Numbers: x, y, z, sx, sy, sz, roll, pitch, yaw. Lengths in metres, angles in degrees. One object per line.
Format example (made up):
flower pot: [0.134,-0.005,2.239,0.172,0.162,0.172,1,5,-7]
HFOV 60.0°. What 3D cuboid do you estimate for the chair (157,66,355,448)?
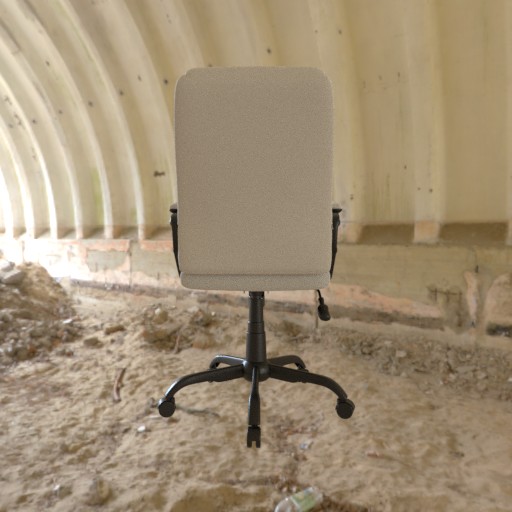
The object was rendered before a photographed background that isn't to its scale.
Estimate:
chair: [0.000,0.000,1.518,0.663,1.065,0.669,0,2,1]
